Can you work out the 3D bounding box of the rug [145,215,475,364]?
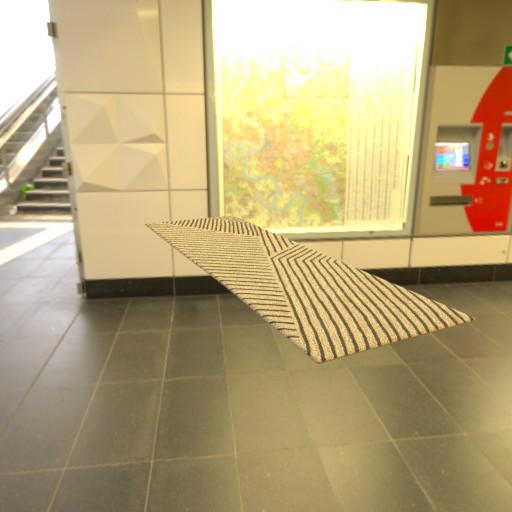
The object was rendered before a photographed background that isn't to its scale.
[{"bbox_3d":[0.000,0.000,2.670,0.773,0.020,2.439,-8,18,-26],"label":"rug"}]
